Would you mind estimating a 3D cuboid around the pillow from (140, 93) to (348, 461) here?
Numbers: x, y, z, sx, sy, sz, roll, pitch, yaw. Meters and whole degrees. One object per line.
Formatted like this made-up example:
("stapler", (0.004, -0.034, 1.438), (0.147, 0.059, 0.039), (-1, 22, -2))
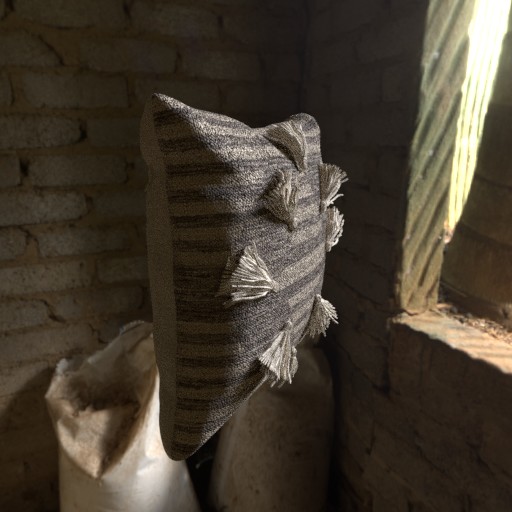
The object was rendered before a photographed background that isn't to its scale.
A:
("pillow", (0.000, 0.000, 0.758), (0.234, 0.490, 0.484), (8, 17, 26))
